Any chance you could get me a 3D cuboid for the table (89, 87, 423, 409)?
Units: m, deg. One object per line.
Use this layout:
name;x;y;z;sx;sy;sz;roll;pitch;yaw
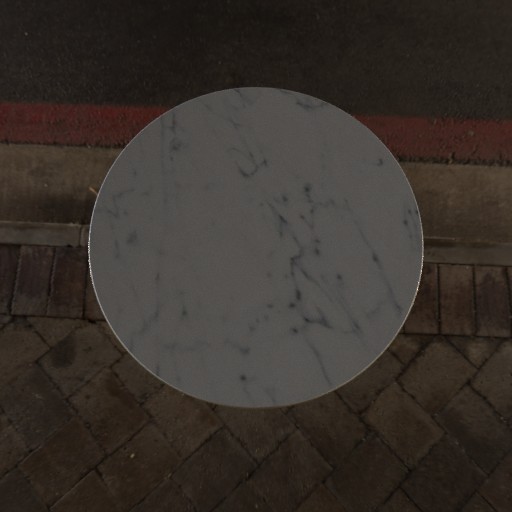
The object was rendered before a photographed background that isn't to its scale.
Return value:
table;0.000;0.000;1.274;0.800;0.450;0.800;0;76;0
